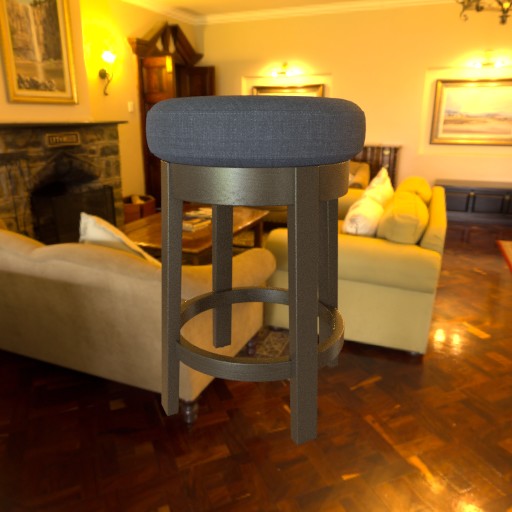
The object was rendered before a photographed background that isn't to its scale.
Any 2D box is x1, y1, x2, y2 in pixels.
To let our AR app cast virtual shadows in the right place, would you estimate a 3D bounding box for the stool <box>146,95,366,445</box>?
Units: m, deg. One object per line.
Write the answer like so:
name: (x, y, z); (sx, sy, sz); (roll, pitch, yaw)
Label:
stool: (0.000, 0.000, 0.969); (0.449, 0.655, 0.449); (0, 17, 0)
